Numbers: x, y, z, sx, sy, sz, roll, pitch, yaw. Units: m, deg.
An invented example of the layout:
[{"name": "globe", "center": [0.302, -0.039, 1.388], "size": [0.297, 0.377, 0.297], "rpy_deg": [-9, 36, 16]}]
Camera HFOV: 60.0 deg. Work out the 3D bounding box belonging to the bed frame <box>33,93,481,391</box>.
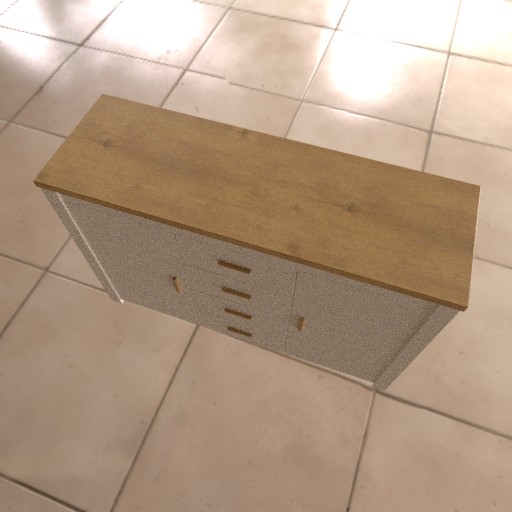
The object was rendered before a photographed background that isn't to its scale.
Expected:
[{"name": "bed frame", "center": [0.000, 0.000, 1.715], "size": [1.300, 0.850, 0.430], "rpy_deg": [16, 60, 10]}]
